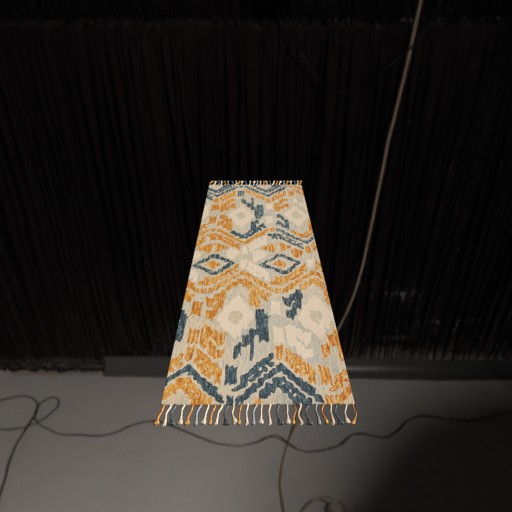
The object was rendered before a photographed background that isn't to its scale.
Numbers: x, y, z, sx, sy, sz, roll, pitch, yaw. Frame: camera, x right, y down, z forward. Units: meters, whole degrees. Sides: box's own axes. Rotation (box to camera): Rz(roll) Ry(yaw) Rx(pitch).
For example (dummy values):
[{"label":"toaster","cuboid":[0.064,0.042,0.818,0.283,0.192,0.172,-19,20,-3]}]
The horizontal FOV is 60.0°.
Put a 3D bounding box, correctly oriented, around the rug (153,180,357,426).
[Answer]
[{"label":"rug","cuboid":[0.000,0.000,2.693,0.783,0.010,2.437,0,31,0]}]
